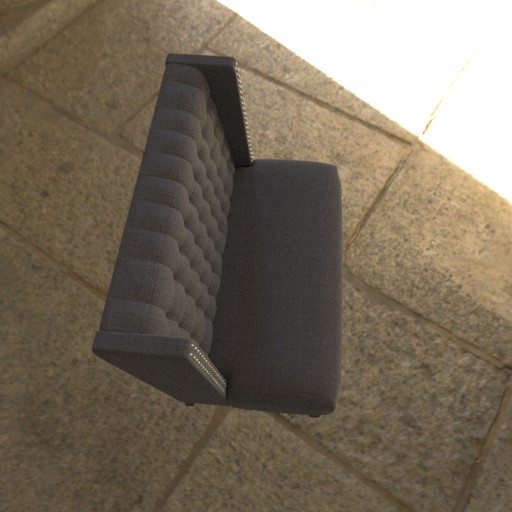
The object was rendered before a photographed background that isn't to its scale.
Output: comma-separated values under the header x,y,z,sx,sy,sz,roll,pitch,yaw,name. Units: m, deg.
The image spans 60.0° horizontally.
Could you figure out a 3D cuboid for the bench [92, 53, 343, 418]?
x,y,z,sx,sy,sz,roll,pitch,yaw,name
0.000,0.000,2.028,0.842,1.121,1.276,5,63,2,bench
